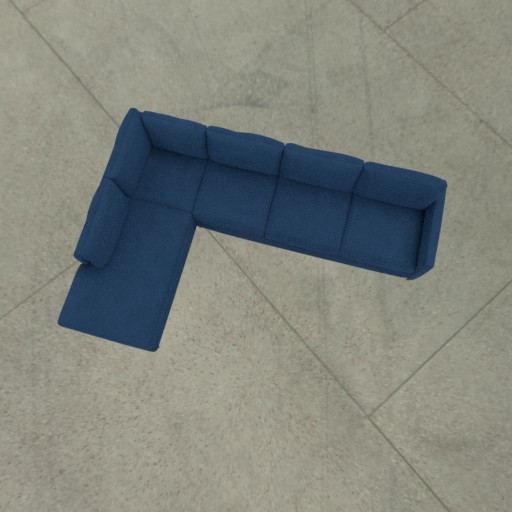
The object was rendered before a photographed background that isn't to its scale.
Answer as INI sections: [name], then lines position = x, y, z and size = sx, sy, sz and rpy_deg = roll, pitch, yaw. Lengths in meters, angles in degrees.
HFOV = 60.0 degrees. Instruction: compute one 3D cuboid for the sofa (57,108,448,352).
[sofa]
position = 0.000, 0.000, 3.842
size = 2.949, 0.815, 2.007
rpy_deg = 14, 75, 4
